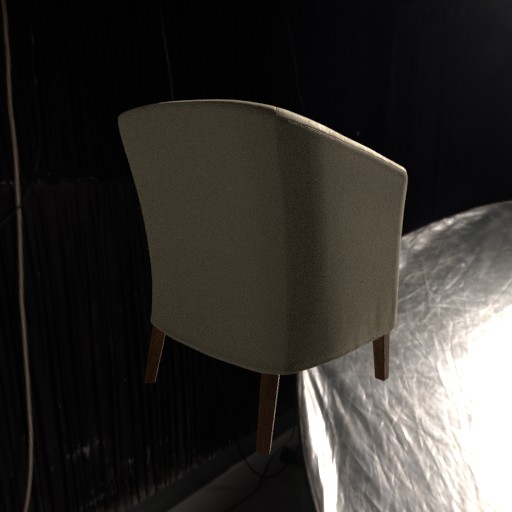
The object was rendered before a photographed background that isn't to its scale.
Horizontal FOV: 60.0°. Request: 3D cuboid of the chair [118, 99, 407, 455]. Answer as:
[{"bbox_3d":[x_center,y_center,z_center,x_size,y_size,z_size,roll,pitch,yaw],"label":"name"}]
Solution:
[{"bbox_3d":[0.000,0.000,1.324,0.643,0.822,0.657,12,18,43],"label":"chair"}]
